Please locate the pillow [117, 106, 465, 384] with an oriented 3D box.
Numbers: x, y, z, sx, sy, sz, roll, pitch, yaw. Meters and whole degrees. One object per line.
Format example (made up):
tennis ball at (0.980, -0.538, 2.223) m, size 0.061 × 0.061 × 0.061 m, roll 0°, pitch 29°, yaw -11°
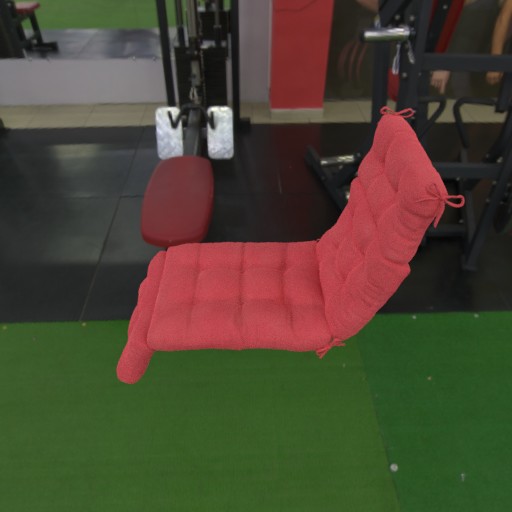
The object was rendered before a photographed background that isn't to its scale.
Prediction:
pillow at (0.000, 0.000, 1.516) m, size 1.016 × 0.863 × 0.526 m, roll 0°, pitch 41°, yaw 0°
